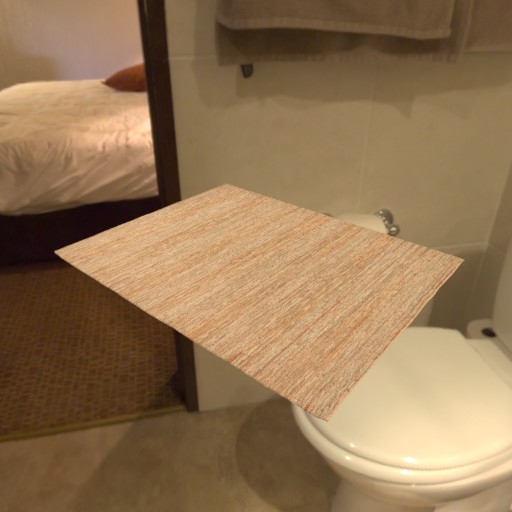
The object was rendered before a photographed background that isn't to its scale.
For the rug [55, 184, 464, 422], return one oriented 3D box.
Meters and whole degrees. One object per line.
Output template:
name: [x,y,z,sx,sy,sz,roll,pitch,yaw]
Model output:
rug: [0.000,0.000,3.987,2.939,0.009,2.313,23,37,34]
